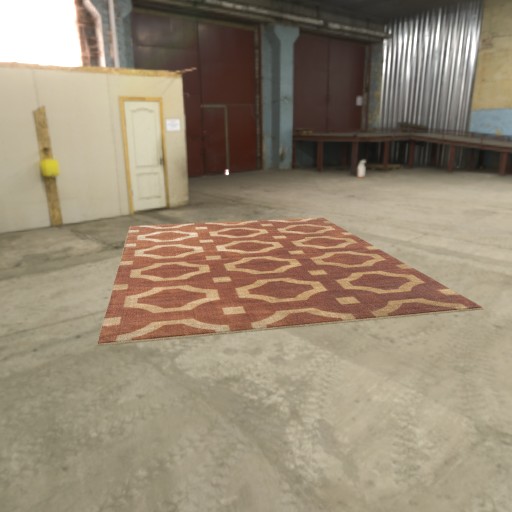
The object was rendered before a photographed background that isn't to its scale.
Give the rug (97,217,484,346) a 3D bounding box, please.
[{"bbox_3d":[0.000,0.000,4.137,2.466,0.021,3.049,-3,17,-11],"label":"rug"}]
